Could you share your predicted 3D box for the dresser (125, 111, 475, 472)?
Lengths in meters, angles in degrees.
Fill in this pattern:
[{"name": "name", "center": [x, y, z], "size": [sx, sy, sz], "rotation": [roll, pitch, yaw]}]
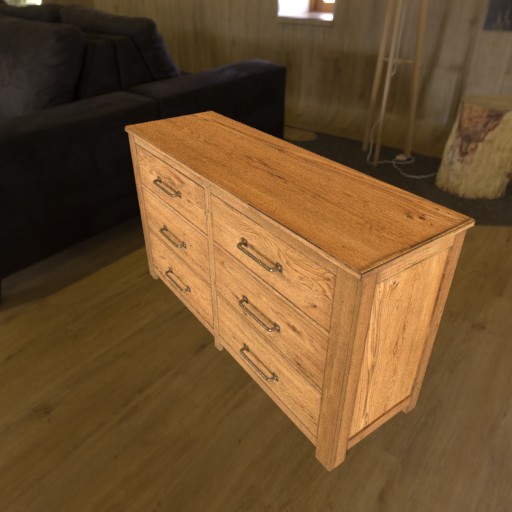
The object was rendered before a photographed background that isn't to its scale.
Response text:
[{"name": "dresser", "center": [0.000, 0.000, 2.113], "size": [0.563, 0.932, 1.657], "rotation": [-21, 38, -29]}]
